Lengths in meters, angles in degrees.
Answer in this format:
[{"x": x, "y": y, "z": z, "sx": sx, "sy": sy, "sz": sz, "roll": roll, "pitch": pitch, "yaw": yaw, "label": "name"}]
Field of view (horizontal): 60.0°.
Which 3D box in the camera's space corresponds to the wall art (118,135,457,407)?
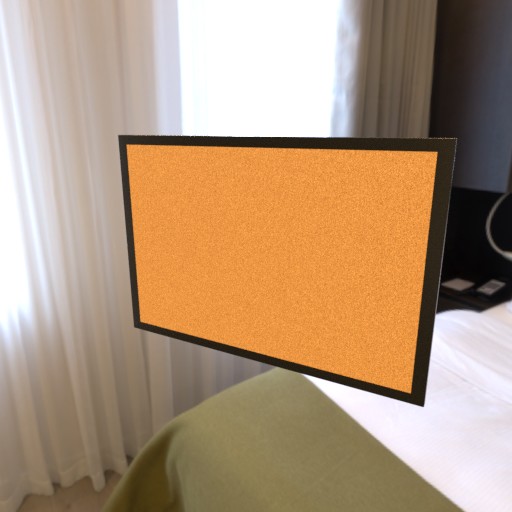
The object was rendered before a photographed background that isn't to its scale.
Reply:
[{"x": 0.000, "y": 0.000, "z": 1.058, "sx": 0.819, "sy": 0.552, "sz": 0.015, "roll": 9, "pitch": 18, "yaw": 27, "label": "wall art"}]
